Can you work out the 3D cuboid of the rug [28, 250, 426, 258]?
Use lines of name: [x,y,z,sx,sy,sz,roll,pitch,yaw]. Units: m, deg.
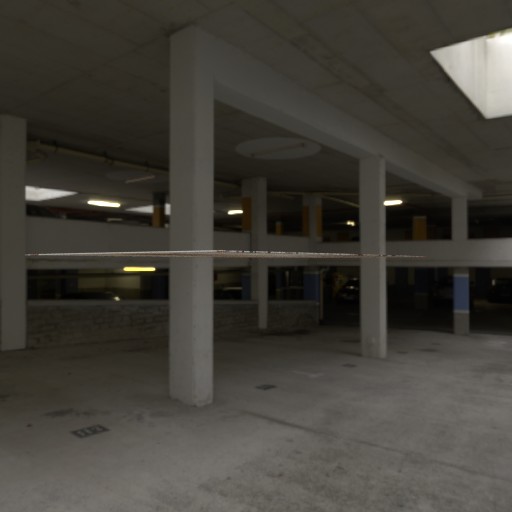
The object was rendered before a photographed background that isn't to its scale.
rug: [0.000,0.000,2.411,1.268,0.007,1.918,-1,-1,38]
